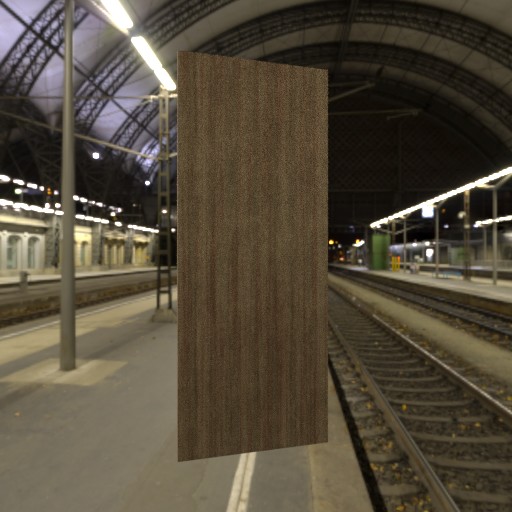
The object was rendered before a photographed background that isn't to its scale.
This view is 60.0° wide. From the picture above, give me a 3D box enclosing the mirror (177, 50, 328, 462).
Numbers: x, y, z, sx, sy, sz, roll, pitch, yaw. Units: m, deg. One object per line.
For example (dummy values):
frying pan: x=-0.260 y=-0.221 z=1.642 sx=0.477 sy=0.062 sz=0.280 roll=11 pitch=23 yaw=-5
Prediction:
mirror: x=0.000 y=0.000 z=2.315 sx=0.812 sy=2.032 sz=0.025 roll=0 pitch=0 yaw=-17
